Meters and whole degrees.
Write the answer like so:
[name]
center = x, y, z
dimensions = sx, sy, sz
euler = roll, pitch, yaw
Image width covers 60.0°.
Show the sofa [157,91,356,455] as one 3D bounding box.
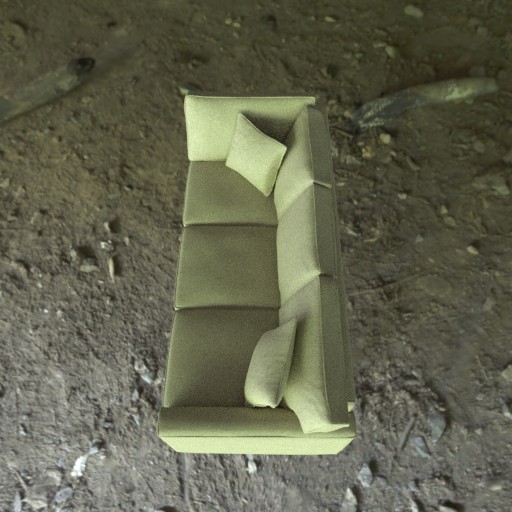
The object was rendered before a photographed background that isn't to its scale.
[sofa]
center = 0.000, 0.000, 2.945
dimensions = 1.053, 0.948, 2.323
euler = 1, 59, 0
